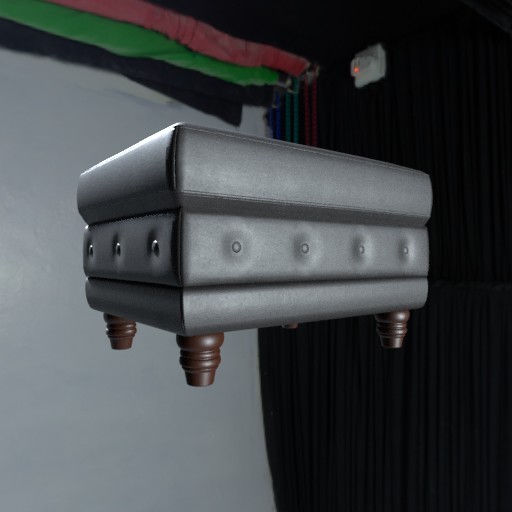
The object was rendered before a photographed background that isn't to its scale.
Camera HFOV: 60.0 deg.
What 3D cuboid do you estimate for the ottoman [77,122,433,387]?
[{"bbox_3d":[0.000,0.000,1.208,0.795,0.498,0.590,0,0,-37],"label":"ottoman"}]
